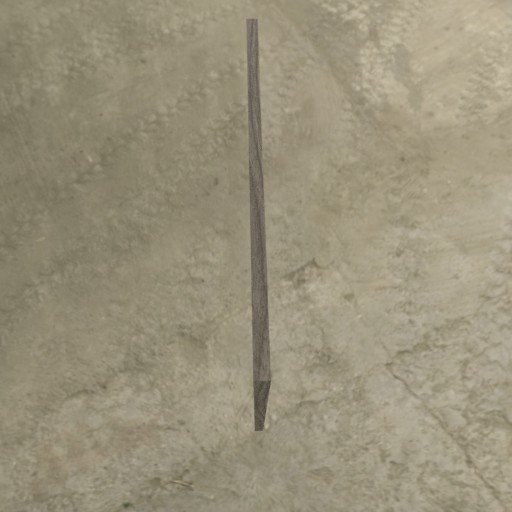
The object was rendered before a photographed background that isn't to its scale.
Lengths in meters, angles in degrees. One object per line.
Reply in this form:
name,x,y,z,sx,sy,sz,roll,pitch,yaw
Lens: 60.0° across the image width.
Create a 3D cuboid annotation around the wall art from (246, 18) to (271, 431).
wall art,0.000,0.000,0.746,0.016,0.507,0.508,-1,64,-1
